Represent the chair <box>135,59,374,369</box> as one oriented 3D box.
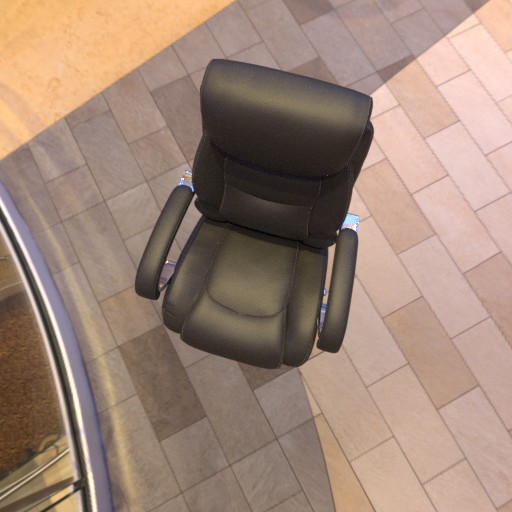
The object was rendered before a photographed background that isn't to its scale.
[{"bbox_3d":[0.000,0.000,1.700,0.755,1.183,0.790,15,76,4],"label":"chair"}]
